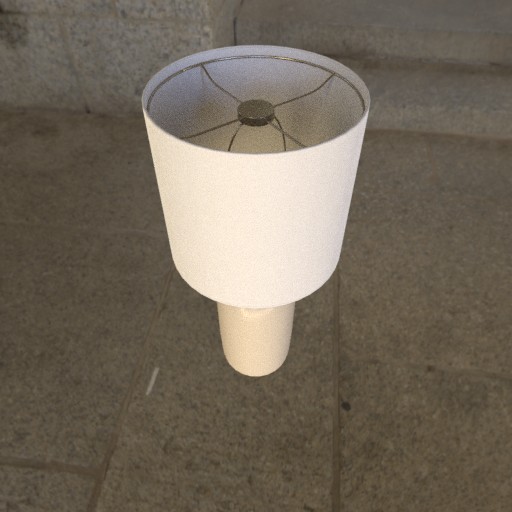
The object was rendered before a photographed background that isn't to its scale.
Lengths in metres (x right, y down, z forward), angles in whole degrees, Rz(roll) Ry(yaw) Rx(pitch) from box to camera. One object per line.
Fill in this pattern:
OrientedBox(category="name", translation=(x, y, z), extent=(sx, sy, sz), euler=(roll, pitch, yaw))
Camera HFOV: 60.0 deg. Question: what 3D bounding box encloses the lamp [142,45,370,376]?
OrientedBox(category="lamp", translation=(0.000, 0.000, 0.607), extent=(0.220, 0.475, 0.220), euler=(-16, 49, -15))
